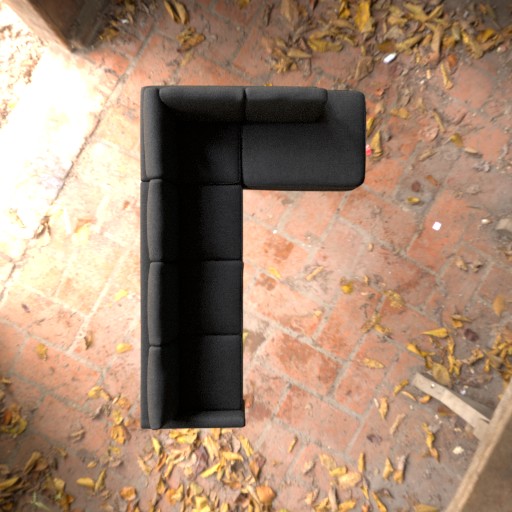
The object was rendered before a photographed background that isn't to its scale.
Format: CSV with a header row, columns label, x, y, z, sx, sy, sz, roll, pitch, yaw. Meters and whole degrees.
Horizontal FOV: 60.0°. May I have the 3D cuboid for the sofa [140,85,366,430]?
label,x,y,z,sx,sy,sz,roll,pitch,yaw
sofa,0.000,0.000,3.979,1.984,0.858,2.972,0,90,-2
